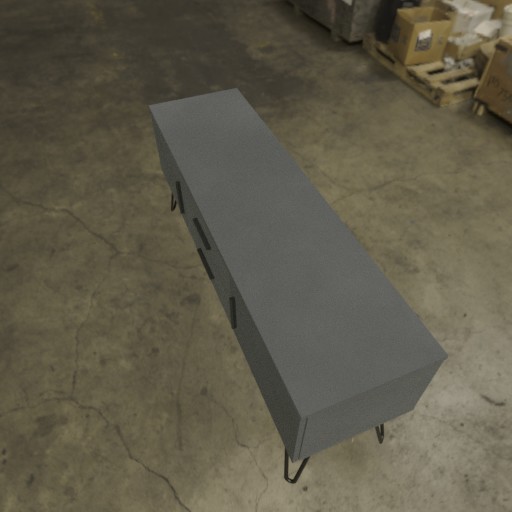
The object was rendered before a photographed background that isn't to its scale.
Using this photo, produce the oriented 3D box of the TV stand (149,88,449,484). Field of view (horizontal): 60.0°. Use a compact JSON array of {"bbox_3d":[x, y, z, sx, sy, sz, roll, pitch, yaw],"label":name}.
[{"bbox_3d":[0.000,0.000,1.630,0.400,0.560,1.400,-17,50,-15],"label":"TV stand"}]
